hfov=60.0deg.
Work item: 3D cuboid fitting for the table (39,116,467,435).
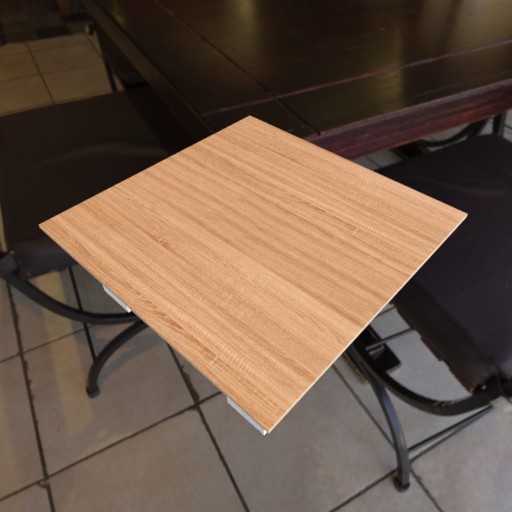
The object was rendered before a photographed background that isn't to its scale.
[{"bbox_3d":[0.000,0.000,1.406,0.890,0.305,0.890,33,54,29],"label":"table"}]
